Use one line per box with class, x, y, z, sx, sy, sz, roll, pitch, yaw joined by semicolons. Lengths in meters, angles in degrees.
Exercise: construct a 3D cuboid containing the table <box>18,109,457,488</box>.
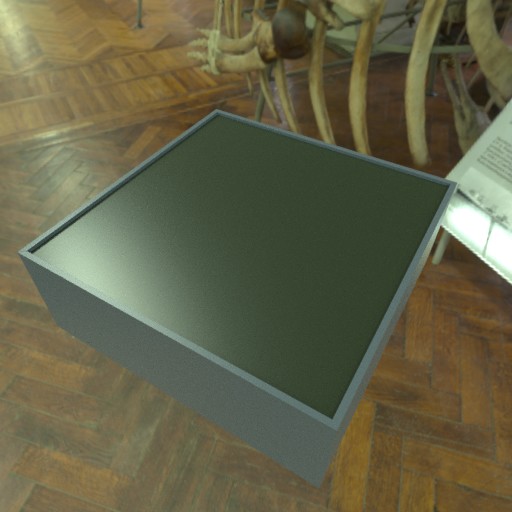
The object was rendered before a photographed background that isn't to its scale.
table;0.000;0.000;1.223;0.801;0.299;0.801;24;50;21
